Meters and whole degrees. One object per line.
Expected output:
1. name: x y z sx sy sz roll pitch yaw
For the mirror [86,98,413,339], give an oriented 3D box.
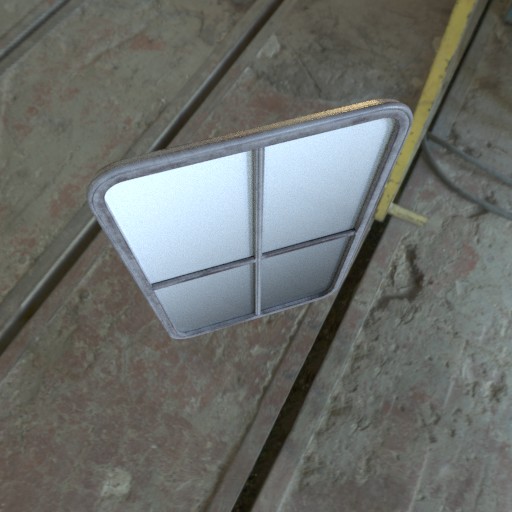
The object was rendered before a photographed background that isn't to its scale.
1. mirror: 0.000 0.000 0.875 0.461 0.713 0.024 -15 65 -7
